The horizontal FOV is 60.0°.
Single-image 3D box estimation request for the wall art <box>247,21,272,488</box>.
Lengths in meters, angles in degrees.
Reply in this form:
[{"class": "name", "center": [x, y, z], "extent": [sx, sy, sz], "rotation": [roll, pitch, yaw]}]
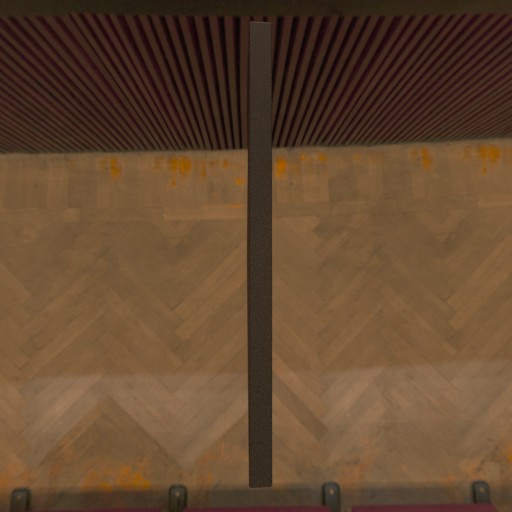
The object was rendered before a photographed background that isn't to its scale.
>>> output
[{"class": "wall art", "center": [0.000, 0.000, 0.756], "extent": [0.031, 0.457, 0.558], "rotation": [0, 89, -1]}]
